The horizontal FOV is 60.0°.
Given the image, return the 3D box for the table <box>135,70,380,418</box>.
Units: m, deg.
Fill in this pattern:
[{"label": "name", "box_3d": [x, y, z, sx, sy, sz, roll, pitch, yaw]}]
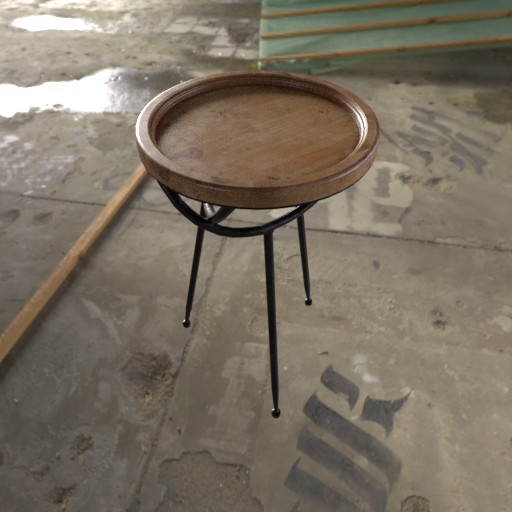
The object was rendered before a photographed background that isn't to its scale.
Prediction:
[{"label": "table", "box_3d": [0.000, 0.000, 0.985, 0.418, 0.664, 0.414, 22, 49, 21]}]
